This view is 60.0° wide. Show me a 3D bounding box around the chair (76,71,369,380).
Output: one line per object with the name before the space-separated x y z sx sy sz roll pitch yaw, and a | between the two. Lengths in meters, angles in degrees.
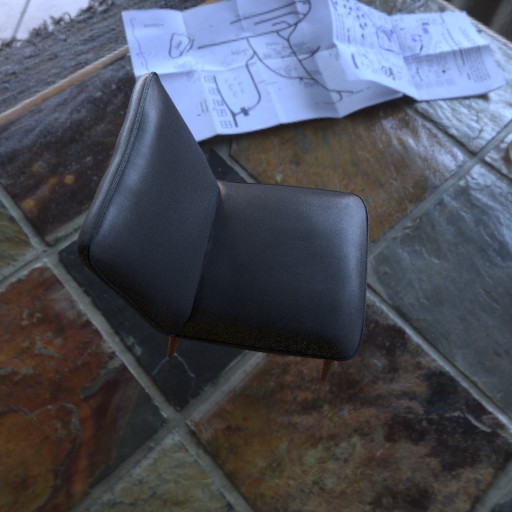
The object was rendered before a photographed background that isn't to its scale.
chair | 0.000 0.000 1.228 0.645 0.801 0.543 4 64 2
